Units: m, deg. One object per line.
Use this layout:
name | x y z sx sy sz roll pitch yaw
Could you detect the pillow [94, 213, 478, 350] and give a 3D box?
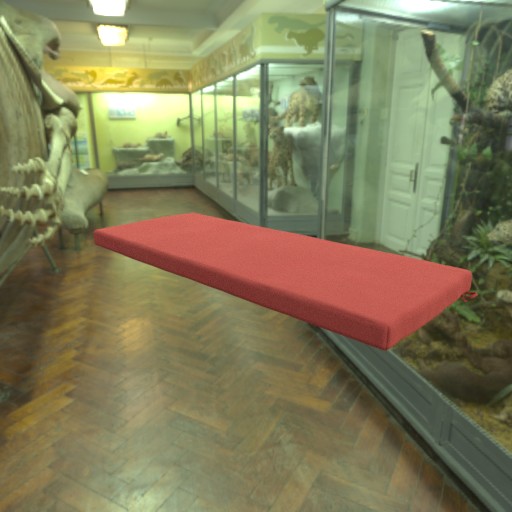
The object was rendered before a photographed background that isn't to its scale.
pillow | 0.000 0.000 1.370 1.187 0.081 0.492 15 22 41
